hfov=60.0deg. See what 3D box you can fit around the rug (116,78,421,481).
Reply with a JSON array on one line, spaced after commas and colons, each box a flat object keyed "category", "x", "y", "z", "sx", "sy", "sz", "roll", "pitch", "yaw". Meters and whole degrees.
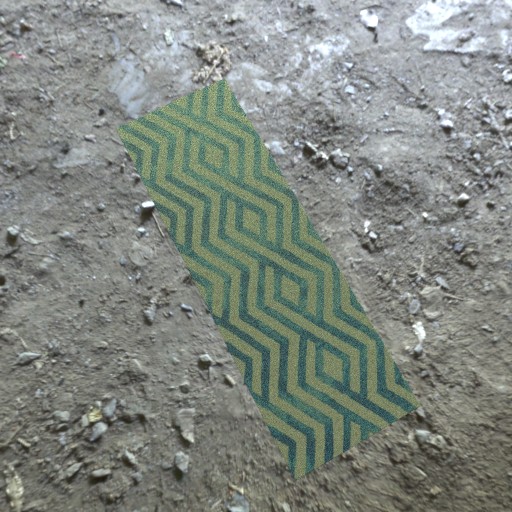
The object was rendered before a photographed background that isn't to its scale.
[{"category": "rug", "x": 0.000, "y": 0.000, "z": 1.674, "sx": 0.503, "sy": 0.007, "sz": 1.492, "roll": -27, "pitch": 77, "yaw": -7}]
